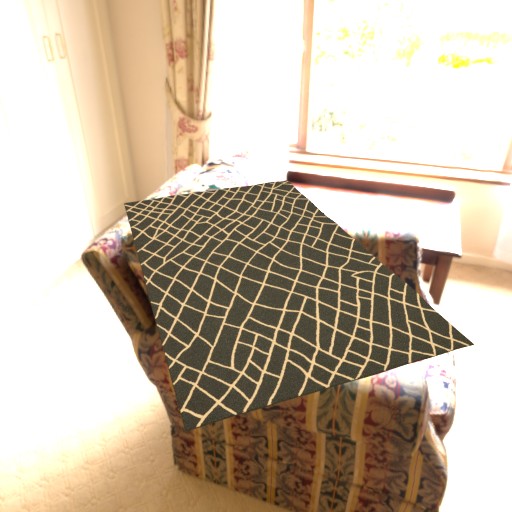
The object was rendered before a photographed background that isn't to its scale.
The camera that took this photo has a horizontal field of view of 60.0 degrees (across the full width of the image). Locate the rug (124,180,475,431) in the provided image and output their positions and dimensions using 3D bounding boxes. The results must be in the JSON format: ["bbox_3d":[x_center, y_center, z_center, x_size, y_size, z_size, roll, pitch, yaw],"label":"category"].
[{"bbox_3d":[0.000,0.000,3.058,1.529,0.017,2.448,-11,33,-17],"label":"rug"}]
